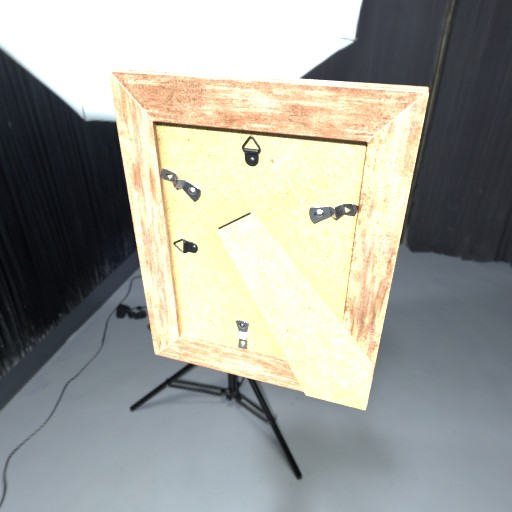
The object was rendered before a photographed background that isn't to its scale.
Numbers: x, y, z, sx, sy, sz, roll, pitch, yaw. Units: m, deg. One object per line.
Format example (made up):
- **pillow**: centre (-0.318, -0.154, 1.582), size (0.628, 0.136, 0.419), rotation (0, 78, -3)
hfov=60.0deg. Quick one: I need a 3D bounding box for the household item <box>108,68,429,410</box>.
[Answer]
- **household item**: centre (0.000, 0.000, 0.314), size (0.186, 0.237, 0.018), rotation (10, 33, 15)
